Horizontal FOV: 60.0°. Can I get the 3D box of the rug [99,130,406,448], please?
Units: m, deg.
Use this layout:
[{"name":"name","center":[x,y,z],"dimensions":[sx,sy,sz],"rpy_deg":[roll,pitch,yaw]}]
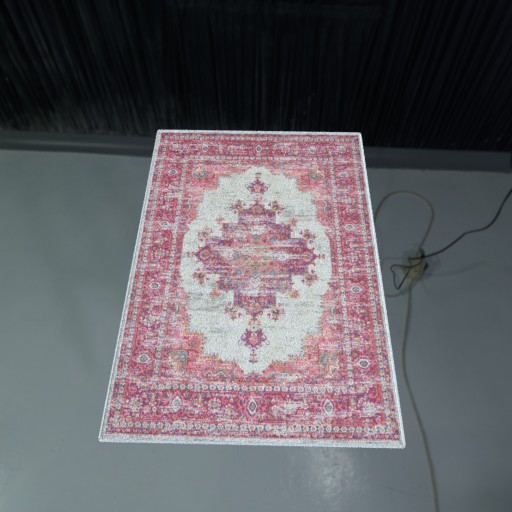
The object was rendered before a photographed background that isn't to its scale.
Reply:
[{"name":"rug","center":[0.000,0.000,2.205],"dimensions":[1.217,0.011,1.747],"rpy_deg":[1,59,1]}]
